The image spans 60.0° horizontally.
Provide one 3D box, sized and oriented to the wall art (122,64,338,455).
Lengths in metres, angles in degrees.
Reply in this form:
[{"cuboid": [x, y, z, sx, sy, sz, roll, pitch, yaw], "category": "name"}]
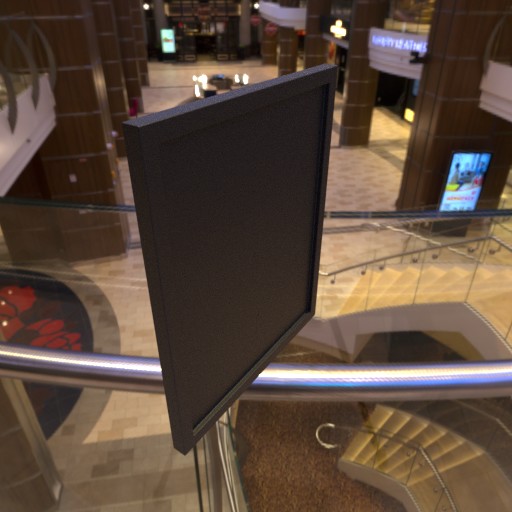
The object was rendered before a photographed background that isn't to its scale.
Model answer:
[{"cuboid": [0.000, 0.000, 0.768, 0.028, 0.559, 0.457, 21, 38, 29], "category": "wall art"}]
